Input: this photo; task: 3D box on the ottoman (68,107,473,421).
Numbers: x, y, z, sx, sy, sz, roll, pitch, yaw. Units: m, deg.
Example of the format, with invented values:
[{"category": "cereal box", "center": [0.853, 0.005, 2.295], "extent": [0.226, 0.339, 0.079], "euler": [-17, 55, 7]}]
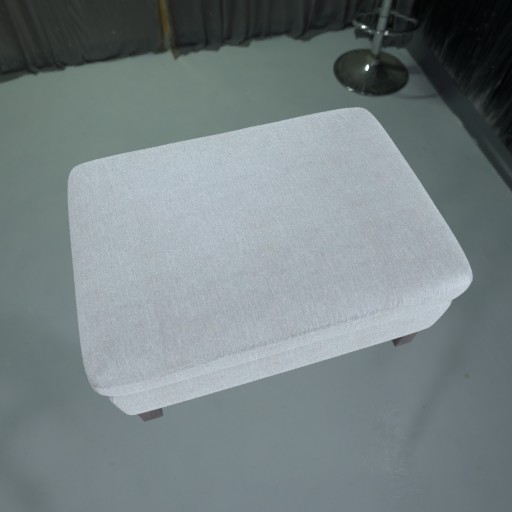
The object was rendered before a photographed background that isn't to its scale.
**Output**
[{"category": "ottoman", "center": [0.000, 0.000, 1.010], "extent": [0.735, 0.404, 0.528], "euler": [-14, 59, -9]}]
